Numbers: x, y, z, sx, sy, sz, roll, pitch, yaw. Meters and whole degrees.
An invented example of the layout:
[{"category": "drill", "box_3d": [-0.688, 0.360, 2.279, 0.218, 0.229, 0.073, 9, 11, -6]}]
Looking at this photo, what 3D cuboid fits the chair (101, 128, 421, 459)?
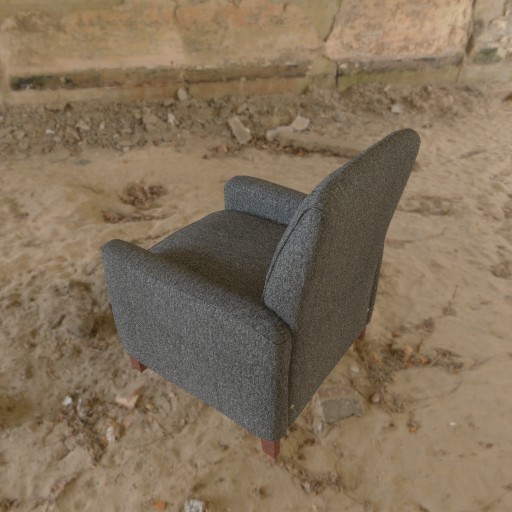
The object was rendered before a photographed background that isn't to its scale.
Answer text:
[{"category": "chair", "box_3d": [0.000, 0.000, 1.670, 0.864, 1.014, 0.848, 21, 38, 29]}]
